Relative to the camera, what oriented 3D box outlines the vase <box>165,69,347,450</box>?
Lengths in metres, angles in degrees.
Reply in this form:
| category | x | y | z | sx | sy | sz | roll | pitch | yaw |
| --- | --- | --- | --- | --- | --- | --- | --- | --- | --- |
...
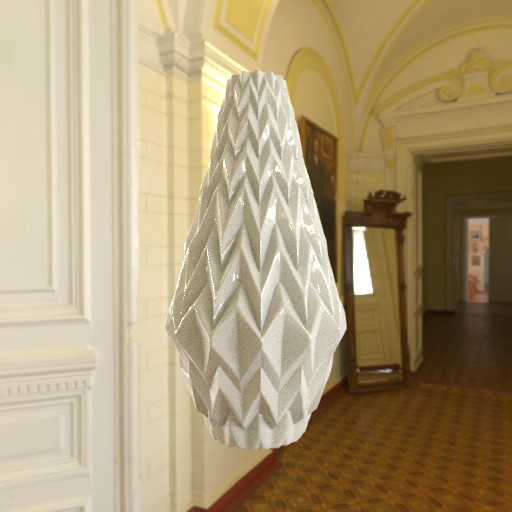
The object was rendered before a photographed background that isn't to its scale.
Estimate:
| category | x | y | z | sx | sy | sz | roll | pitch | yaw |
| --- | --- | --- | --- | --- | --- | --- | --- | --- | --- |
| vase | 0.000 | 0.000 | 0.418 | 0.167 | 0.328 | 0.167 | 0 | 1 | 0 |
